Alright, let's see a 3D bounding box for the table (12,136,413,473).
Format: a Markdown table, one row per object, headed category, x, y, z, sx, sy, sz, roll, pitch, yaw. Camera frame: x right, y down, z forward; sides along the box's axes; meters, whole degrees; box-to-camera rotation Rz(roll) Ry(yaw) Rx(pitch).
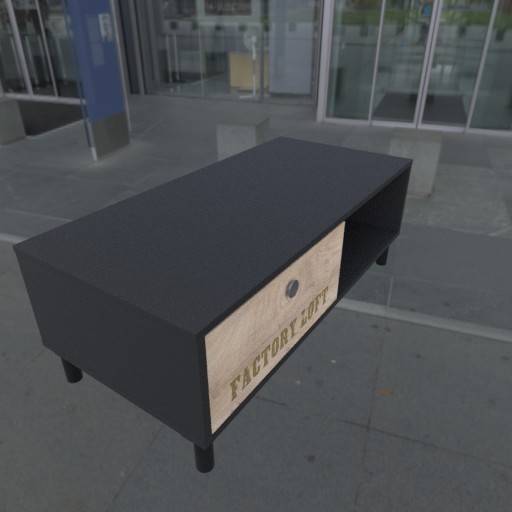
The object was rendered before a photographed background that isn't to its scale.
| category | x | y | z | sx | sy | sz | roll | pitch | yaw |
| --- | --- | --- | --- | --- | --- | --- | --- | --- | --- |
| table | 0.000 | 0.000 | 1.323 | 0.550 | 0.400 | 1.100 | 19 | 35 | 29 |
